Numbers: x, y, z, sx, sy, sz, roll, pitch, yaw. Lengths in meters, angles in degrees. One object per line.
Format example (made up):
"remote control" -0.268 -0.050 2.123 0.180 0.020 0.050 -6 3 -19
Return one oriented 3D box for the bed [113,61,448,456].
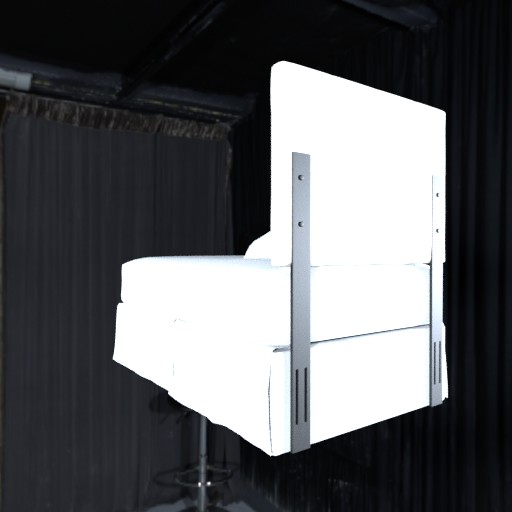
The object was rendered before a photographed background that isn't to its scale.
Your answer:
"bed" 0.000 0.000 2.870 1.261 1.571 1.997 0 1 -35
